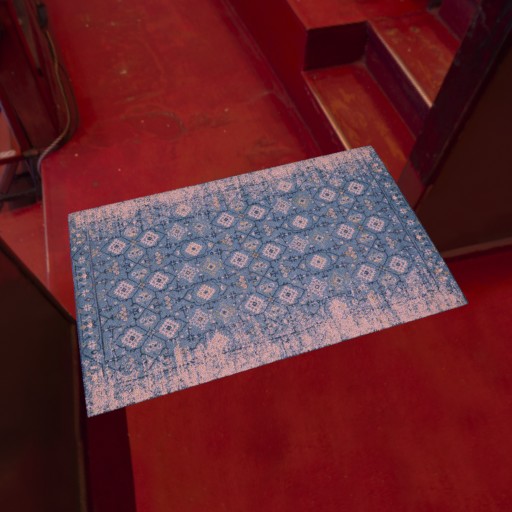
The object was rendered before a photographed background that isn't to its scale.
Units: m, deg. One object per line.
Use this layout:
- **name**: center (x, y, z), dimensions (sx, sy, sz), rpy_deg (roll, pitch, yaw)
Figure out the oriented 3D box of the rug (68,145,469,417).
- **rug**: center (0.000, 0.000, 2.243), dimensions (1.795, 0.008, 1.102), rpy_deg (-14, 59, -9)
